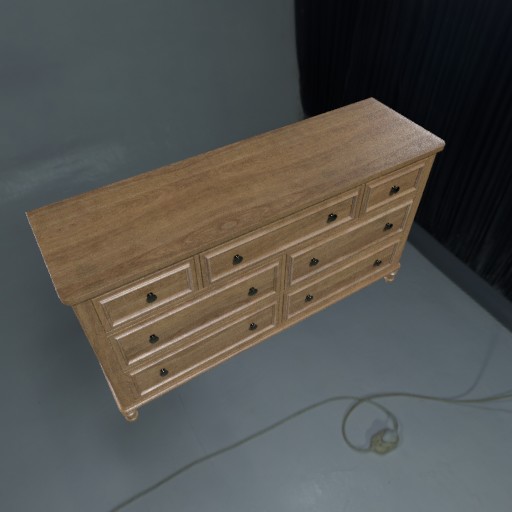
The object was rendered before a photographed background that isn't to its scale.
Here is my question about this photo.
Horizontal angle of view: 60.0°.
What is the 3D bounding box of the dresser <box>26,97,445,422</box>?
[{"bbox_3d":[0.000,0.000,2.004,1.583,0.892,0.468,-24,51,-21],"label":"dresser"}]
